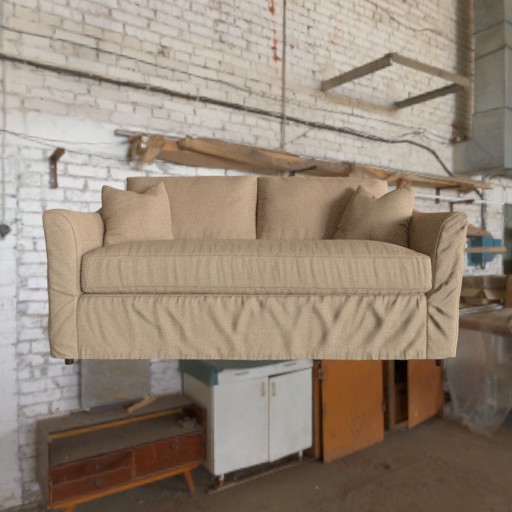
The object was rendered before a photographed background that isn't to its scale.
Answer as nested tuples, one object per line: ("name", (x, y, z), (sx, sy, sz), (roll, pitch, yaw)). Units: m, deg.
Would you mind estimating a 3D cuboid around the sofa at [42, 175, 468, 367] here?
("sofa", (0.000, 0.000, 2.564), (2.010, 1.018, 1.072), (0, 1, 1))
